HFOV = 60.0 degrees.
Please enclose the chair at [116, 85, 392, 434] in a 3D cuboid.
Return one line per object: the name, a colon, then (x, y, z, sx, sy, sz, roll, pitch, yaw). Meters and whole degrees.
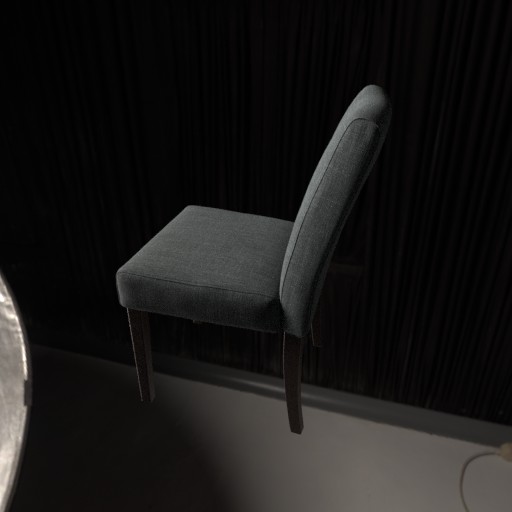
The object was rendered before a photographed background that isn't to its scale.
chair: (0.000, 0.000, 1.262, 0.629, 0.884, 0.487, 8, 30, 14)
